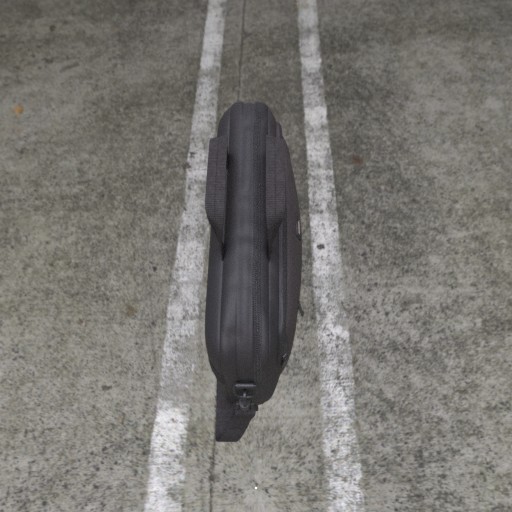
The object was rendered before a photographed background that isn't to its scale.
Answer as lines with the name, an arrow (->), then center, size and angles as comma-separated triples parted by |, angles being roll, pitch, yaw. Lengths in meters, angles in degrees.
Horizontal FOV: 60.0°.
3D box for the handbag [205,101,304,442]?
handbag -> 0.000, 0.000, 0.432 | 0.089, 0.244, 0.320 | 0, 62, 0
